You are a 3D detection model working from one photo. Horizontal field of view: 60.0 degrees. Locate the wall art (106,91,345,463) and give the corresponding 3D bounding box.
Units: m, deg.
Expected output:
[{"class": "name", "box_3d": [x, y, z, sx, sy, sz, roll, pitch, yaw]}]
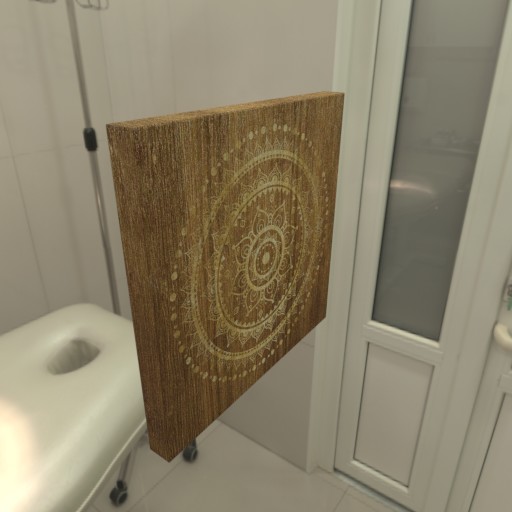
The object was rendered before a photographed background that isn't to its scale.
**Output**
[{"class": "wall art", "box_3d": [0.000, 0.000, 0.618, 0.039, 0.403, 0.406, 17, 30, 32]}]
